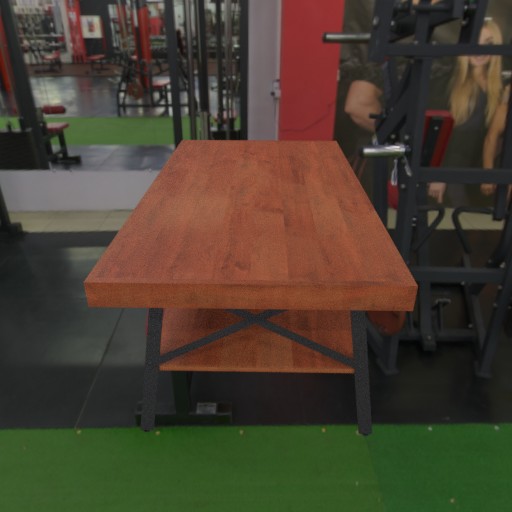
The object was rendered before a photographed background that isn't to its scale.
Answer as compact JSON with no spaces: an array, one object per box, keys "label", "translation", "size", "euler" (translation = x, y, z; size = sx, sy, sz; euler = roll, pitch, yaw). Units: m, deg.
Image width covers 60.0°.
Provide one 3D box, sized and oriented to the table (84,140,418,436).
[{"label":"table","translation":[0.000,0.000,1.380],"size":[0.610,0.457,1.067],"euler":[1,28,1]}]
